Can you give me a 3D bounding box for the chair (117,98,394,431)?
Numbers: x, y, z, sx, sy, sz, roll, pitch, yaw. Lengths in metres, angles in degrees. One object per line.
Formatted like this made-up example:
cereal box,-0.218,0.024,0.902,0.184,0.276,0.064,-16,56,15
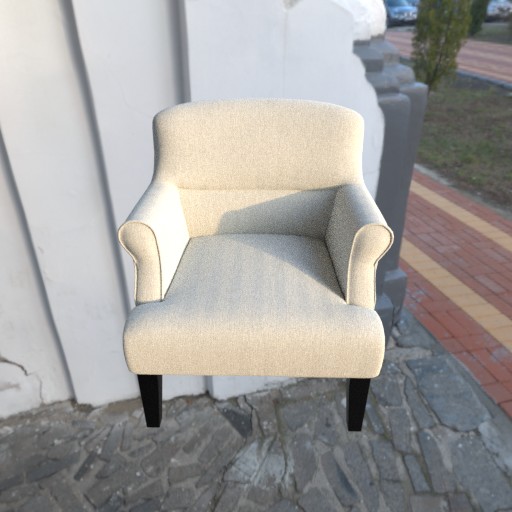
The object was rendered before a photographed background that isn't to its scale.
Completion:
chair,0.000,0.000,1.473,0.781,0.875,0.750,1,31,1
